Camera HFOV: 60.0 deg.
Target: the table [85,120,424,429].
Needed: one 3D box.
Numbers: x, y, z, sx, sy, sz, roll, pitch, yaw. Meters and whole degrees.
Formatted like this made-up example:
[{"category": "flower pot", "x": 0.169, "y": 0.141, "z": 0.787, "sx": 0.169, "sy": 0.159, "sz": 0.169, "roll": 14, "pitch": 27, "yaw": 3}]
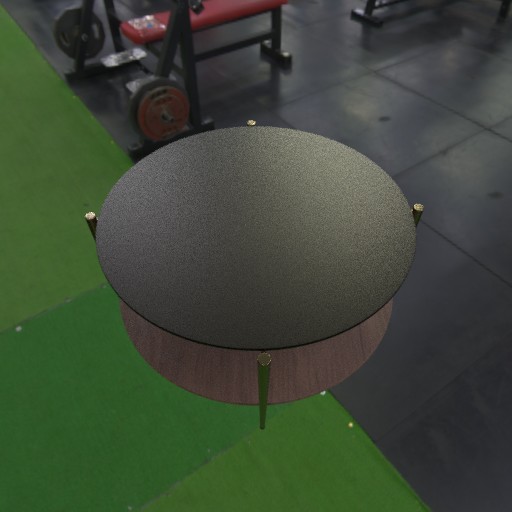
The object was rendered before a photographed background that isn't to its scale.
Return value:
[{"category": "table", "x": 0.000, "y": 0.000, "z": 1.480, "sx": 0.938, "sy": 0.400, "sz": 0.938, "roll": -25, "pitch": 53, "yaw": -21}]
